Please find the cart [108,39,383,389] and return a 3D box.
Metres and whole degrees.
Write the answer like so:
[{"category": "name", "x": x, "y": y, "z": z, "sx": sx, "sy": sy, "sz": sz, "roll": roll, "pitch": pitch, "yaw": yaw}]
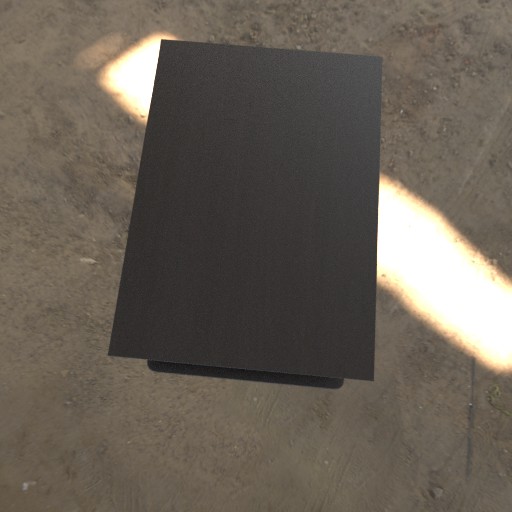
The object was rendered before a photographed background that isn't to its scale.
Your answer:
[{"category": "cart", "x": 0.000, "y": 0.000, "z": 1.251, "sx": 0.456, "sy": 0.879, "sz": 0.660, "roll": 5, "pitch": 76, "yaw": 1}]
